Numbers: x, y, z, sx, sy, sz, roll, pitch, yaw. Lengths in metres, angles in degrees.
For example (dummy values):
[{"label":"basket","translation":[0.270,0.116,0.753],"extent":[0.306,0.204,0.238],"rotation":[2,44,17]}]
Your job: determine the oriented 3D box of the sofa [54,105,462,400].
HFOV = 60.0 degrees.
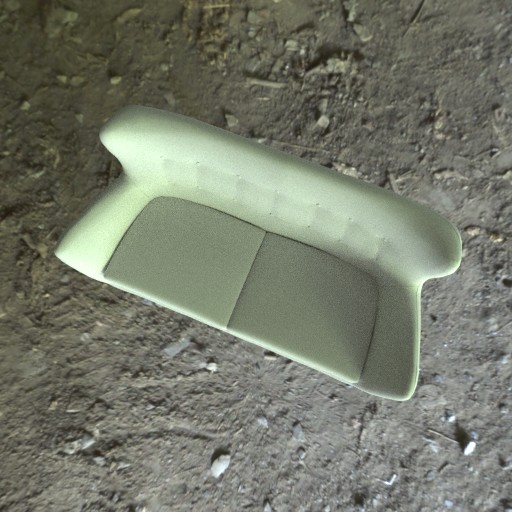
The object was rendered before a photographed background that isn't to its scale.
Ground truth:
[{"label":"sofa","translation":[0.000,0.000,2.441],"extent":[1.930,0.890,0.899],"rotation":[22,75,6]}]
